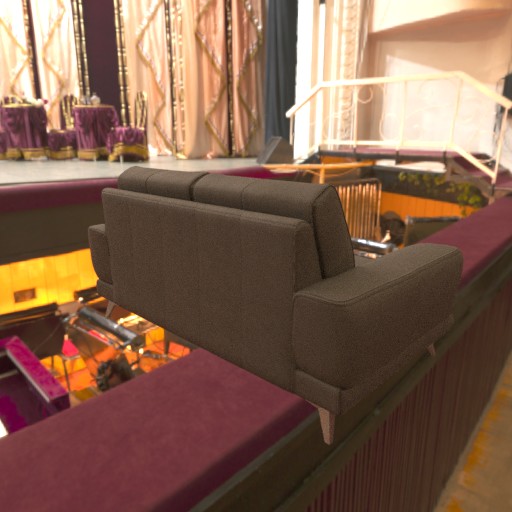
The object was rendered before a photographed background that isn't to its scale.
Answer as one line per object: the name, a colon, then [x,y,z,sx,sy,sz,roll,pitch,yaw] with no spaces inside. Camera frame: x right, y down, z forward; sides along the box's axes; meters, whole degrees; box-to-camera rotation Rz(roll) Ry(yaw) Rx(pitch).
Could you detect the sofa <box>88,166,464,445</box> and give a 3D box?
sofa: [0.000,0.000,2.342,1.806,0.907,1.018,14,21,42]
